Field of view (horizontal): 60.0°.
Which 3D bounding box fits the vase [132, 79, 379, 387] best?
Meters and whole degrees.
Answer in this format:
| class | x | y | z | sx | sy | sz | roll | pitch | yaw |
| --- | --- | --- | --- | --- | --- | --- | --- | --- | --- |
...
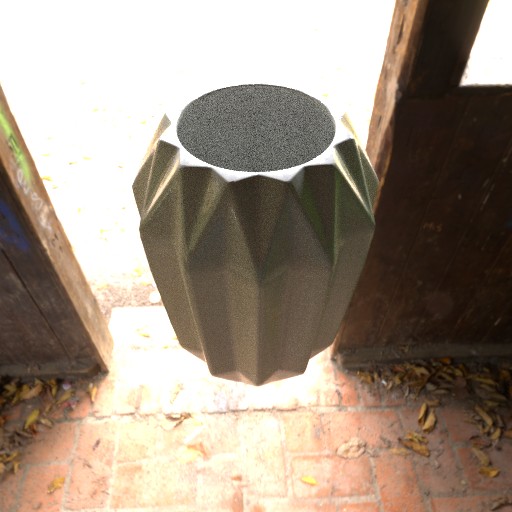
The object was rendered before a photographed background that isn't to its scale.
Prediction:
| class | x | y | z | sx | sy | sz | roll | pitch | yaw |
| --- | --- | --- | --- | --- | --- | --- | --- | --- | --- |
| vase | 0.000 | 0.000 | 0.408 | 0.195 | 0.275 | 0.195 | 0 | 48 | 0 |
